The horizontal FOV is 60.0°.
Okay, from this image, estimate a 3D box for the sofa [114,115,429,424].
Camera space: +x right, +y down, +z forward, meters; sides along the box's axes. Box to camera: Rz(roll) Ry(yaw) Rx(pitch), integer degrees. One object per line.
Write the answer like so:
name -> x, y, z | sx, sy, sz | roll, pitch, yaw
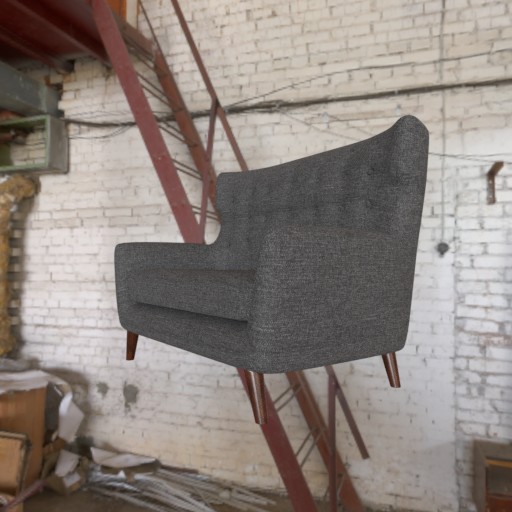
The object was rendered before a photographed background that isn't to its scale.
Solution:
sofa -> 0.000, 0.000, 2.007 | 0.874, 1.028, 1.358 | 1, -1, -36
